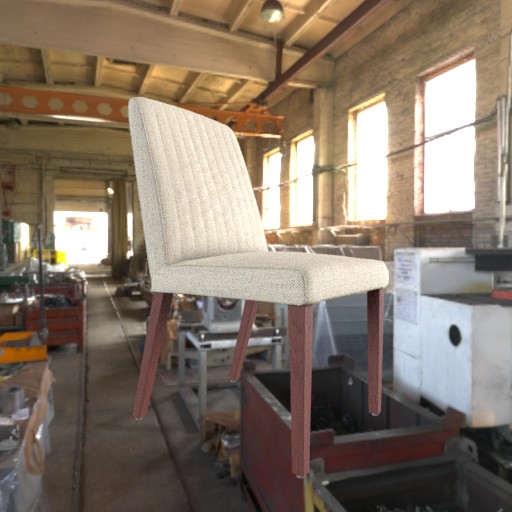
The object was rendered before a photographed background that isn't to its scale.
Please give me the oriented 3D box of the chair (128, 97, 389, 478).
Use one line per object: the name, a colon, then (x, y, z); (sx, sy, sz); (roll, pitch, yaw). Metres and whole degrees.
chair: (0.000, 0.000, 1.235); (0.594, 0.900, 0.480); (1, 2, 36)
